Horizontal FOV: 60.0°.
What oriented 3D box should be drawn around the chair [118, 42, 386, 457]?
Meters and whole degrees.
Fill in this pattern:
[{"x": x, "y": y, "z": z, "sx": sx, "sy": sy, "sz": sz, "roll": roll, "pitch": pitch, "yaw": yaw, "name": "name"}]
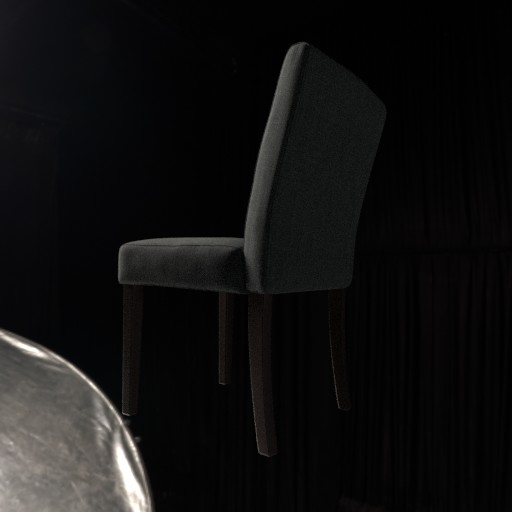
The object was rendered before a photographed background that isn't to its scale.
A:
[{"x": 0.000, "y": 0.000, "z": 1.244, "sx": 0.629, "sy": 0.884, "sz": 0.487, "roll": -1, "pitch": -2, "yaw": 37, "name": "chair"}]
